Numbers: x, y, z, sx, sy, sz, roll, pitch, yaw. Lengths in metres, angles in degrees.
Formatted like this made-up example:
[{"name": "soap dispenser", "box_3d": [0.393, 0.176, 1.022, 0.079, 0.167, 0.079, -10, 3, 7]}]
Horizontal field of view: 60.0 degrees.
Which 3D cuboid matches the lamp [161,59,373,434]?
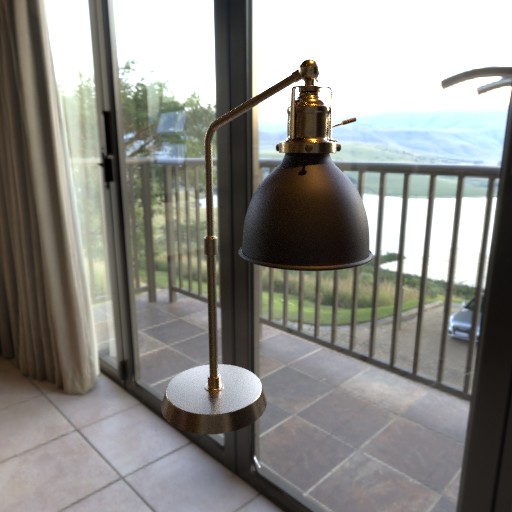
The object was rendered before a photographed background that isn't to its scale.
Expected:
[{"name": "lamp", "box_3d": [0.000, 0.000, 0.565, 0.291, 0.456, 0.160, 7, 16, 26]}]
